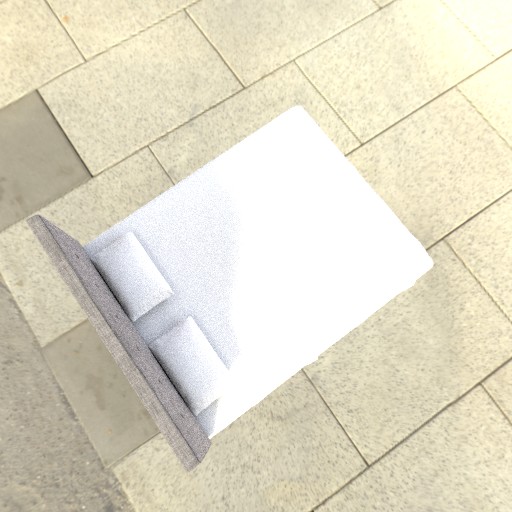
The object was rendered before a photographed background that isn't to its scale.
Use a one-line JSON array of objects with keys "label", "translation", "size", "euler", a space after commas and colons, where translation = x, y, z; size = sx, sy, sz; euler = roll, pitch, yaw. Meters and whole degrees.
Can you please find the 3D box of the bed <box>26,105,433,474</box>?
[{"label": "bed", "translation": [0.000, 0.000, 2.963], "size": [1.958, 1.168, 1.621], "euler": [-35, 79, -8]}]
